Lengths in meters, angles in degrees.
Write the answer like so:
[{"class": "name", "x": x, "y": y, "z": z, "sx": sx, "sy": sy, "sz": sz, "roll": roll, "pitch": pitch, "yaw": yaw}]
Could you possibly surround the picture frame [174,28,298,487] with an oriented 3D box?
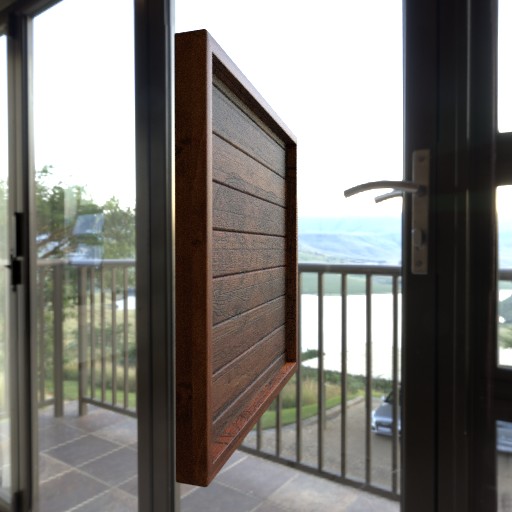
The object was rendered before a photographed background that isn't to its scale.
[{"class": "picture frame", "x": 0.000, "y": 0.000, "z": 0.514, "sx": 0.028, "sy": 0.356, "sz": 0.352, "roll": 0, "pitch": 1, "yaw": 17}]
